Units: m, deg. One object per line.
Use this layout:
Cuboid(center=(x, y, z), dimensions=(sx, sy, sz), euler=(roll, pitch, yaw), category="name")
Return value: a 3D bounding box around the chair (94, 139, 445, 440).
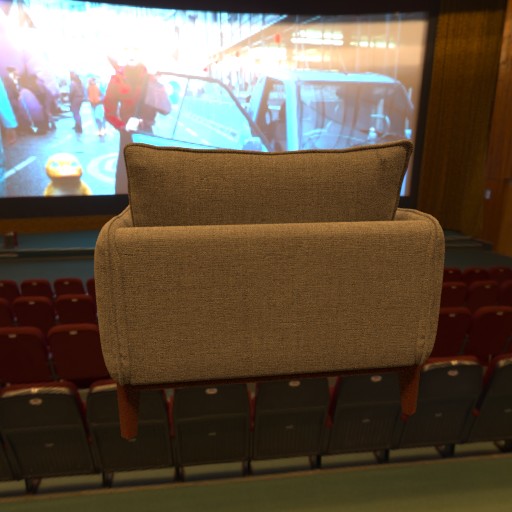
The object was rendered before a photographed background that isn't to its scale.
Cuboid(center=(0.000, 0.000, 1.651), dimensions=(0.993, 0.839, 0.976), euler=(-2, 15, -8), category="chair")
